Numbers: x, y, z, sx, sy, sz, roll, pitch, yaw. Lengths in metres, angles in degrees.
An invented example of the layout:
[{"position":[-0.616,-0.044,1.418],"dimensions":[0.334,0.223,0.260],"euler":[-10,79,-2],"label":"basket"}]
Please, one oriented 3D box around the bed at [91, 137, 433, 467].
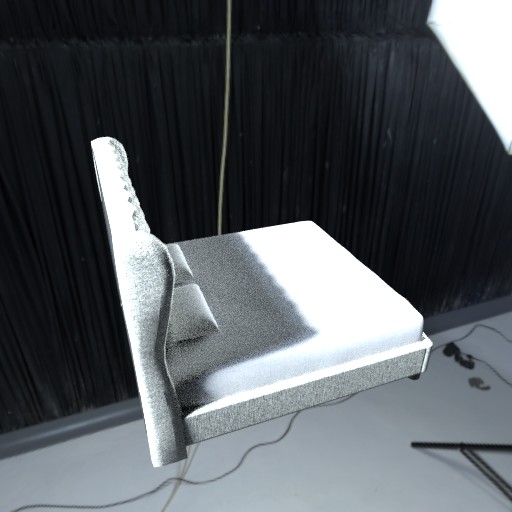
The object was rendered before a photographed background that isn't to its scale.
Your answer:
[{"position":[0.000,0.000,3.861],"dimensions":[2.347,1.771,2.219],"euler":[-11,31,-18],"label":"bed"}]
